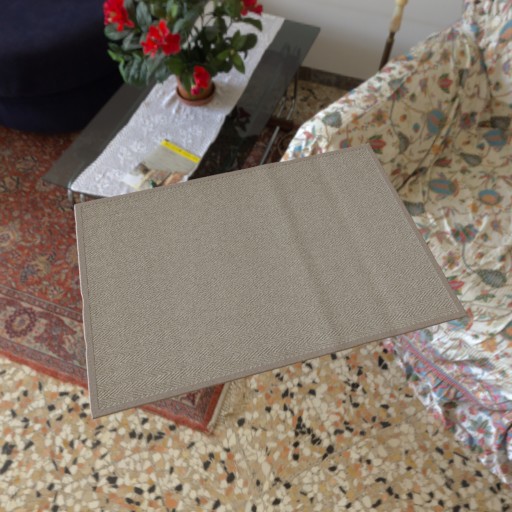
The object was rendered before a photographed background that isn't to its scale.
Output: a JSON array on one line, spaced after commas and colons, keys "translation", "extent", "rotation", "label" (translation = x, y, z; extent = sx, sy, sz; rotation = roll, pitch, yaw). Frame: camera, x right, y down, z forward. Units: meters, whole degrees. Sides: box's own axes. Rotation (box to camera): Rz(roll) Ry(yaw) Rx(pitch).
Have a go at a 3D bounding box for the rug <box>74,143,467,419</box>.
[{"translation": [0.000, 0.000, 2.961], "extent": [2.290, 0.021, 1.540], "rotation": [-13, 59, -8], "label": "rug"}]
